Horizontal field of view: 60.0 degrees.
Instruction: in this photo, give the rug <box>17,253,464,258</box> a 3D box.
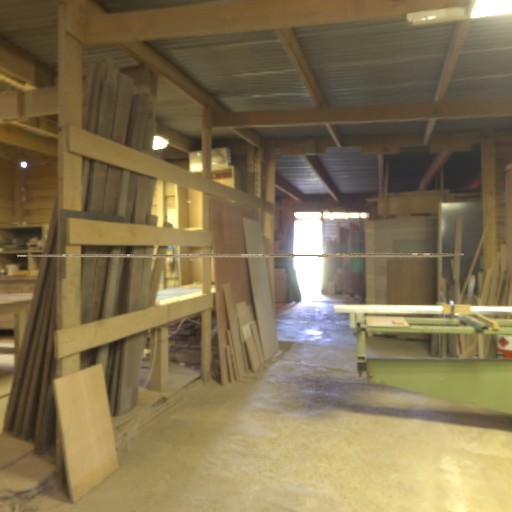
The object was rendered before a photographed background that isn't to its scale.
[{"bbox_3d":[0.000,0.000,4.329,3.419,0.020,2.441,0,0,18],"label":"rug"}]
